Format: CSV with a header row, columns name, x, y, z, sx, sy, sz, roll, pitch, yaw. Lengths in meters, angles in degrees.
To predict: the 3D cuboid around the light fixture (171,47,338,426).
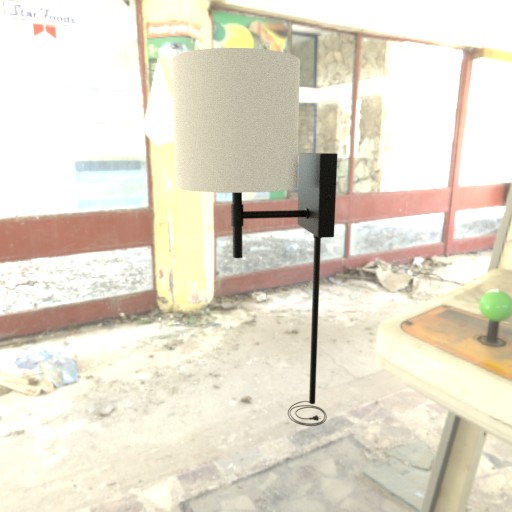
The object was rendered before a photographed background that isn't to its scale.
name,x,y,z,sx,sy,sz,roll,pitch,yaw
light fixture,0.000,0.000,0.725,0.248,0.589,0.188,-2,14,-9
